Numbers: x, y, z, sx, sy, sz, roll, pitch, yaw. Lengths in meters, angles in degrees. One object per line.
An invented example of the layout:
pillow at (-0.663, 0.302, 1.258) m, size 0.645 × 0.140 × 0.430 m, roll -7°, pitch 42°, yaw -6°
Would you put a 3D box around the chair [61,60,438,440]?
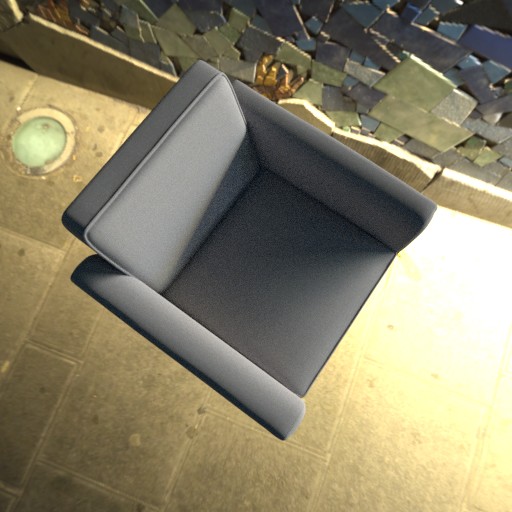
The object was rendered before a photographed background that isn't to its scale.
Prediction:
chair at (0.000, 0.000, 1.407) m, size 0.750 × 0.780 × 0.780 m, roll 35°, pitch 78°, yaw 9°
